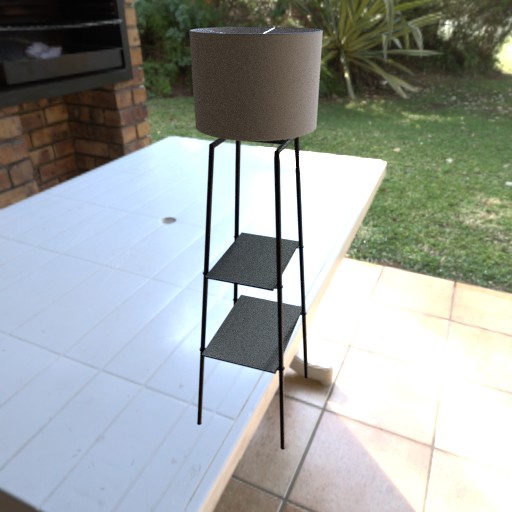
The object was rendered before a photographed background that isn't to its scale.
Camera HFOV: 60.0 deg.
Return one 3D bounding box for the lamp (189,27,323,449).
[{"bbox_3d":[0.000,0.000,1.621,0.384,1.474,0.427,10,31,16],"label":"lamp"}]
